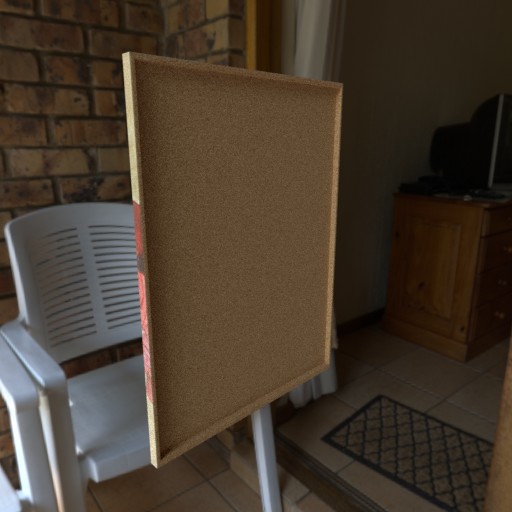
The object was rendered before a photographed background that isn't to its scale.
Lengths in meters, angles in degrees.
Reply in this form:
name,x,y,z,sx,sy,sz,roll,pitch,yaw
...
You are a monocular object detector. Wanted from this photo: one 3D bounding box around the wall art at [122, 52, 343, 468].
name,x,y,z,sx,sy,sz,roll,pitch,yaw
wall art,0.000,0.000,1.308,0.762,1.015,0.031,-14,20,-43
